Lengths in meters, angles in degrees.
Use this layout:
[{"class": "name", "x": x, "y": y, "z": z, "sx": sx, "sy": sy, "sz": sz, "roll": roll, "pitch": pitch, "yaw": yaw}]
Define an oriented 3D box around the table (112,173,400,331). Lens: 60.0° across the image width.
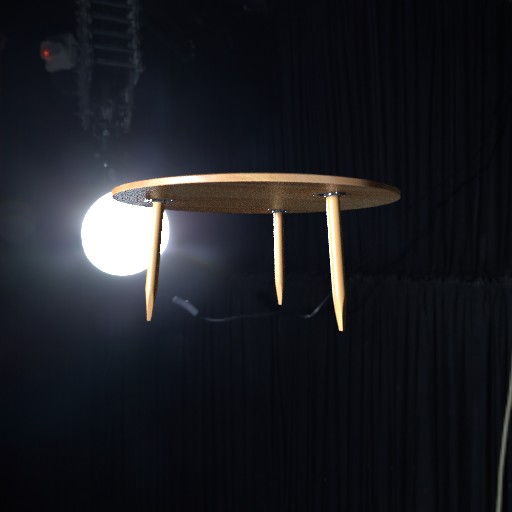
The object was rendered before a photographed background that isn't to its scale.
[{"class": "table", "x": 0.000, "y": 0.000, "z": 1.455, "sx": 0.900, "sy": 0.400, "sz": 0.900, "roll": 0, "pitch": 1, "yaw": 0}]
